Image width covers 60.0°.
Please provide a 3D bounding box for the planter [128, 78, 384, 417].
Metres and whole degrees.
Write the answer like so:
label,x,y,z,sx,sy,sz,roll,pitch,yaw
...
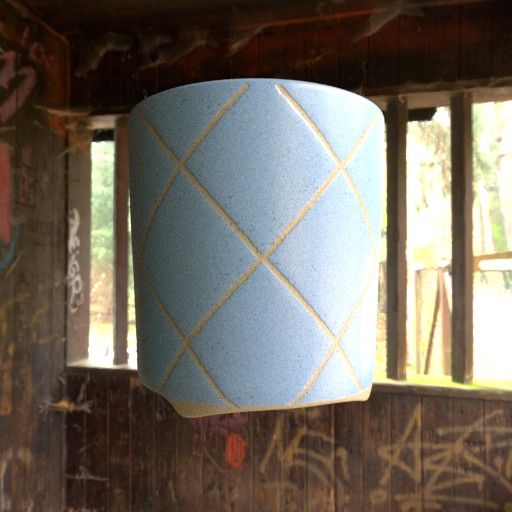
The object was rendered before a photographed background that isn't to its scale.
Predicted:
label,x,y,z,sx,sy,sz,roll,pitch,yaw
planter,0.000,0.000,0.407,0.227,0.235,0.227,0,-1,0
